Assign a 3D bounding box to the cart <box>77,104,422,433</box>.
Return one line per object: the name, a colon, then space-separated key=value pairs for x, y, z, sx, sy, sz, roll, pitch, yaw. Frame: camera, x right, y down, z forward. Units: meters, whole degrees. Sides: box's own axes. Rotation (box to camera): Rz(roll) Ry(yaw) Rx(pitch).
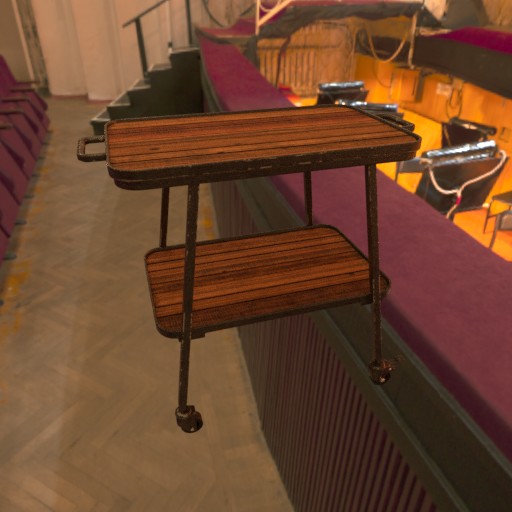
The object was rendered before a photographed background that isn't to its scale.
cart: x=0.000 y=0.000 z=1.235 sx=0.806 sy=0.700 sz=0.515 roll=-9 pitch=32 yaw=-15
